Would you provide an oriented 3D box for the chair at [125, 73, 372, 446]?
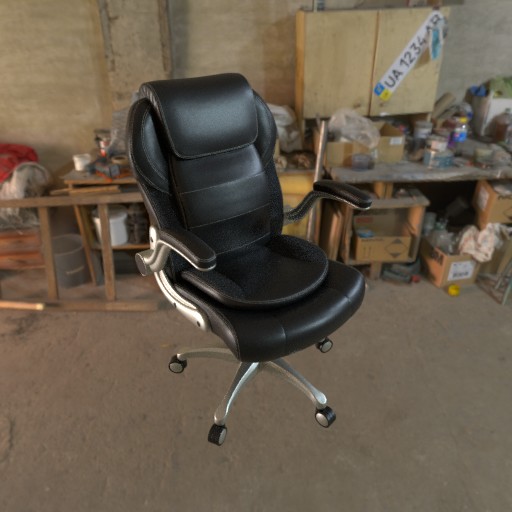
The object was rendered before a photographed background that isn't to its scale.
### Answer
[{"bbox_3d":[0.000,0.000,1.601,0.724,1.141,0.801,-21,36,-32],"label":"chair"}]
